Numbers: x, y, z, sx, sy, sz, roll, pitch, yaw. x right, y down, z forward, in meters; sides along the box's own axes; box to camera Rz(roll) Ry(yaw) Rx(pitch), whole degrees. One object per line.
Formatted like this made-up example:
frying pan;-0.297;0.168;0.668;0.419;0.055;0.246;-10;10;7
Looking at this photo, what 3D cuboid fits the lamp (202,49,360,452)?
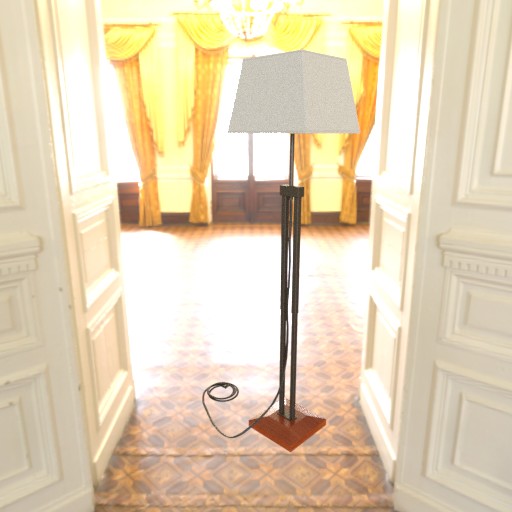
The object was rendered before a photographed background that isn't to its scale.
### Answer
lamp;0.000;0.000;2.057;0.745;1.712;0.472;15;21;42
